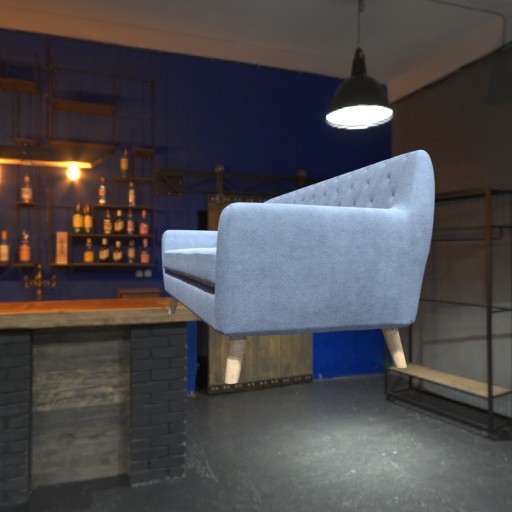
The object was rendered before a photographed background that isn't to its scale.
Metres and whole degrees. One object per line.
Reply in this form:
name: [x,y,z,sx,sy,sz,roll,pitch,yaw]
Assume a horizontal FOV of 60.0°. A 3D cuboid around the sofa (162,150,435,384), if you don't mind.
sofa: [0.000,0.000,2.405,0.830,0.830,1.970,0,1,-17]
